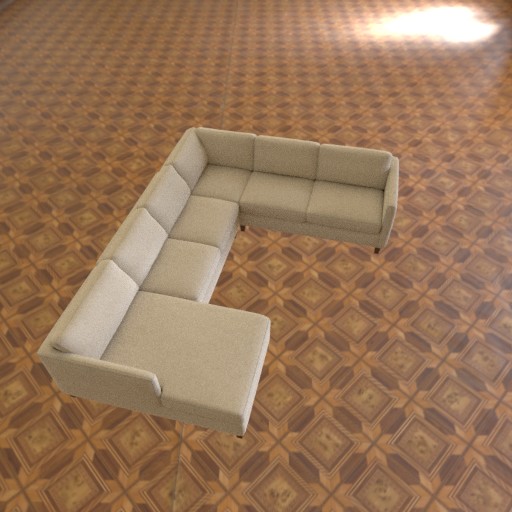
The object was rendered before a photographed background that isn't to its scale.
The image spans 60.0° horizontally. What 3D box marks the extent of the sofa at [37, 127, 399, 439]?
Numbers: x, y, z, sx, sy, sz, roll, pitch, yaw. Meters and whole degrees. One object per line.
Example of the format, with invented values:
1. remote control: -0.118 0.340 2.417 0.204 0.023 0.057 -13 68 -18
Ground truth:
1. sofa: 0.000 0.000 4.267 2.551 0.853 3.238 10 47 9
